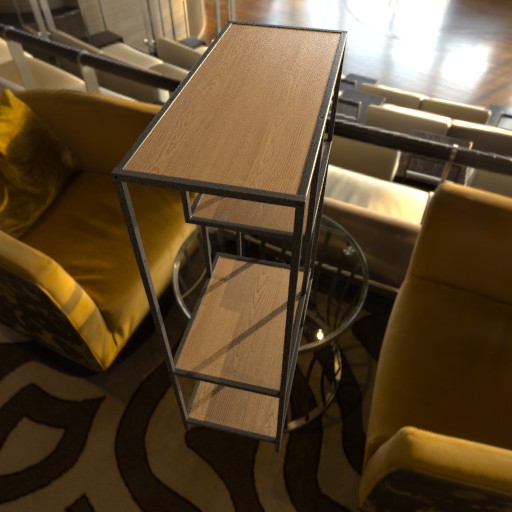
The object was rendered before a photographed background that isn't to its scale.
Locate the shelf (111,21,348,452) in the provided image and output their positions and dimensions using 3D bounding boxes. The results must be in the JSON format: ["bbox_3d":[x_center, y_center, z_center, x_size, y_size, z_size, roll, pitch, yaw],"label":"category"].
[{"bbox_3d":[0.000,0.000,1.433,0.350,1.138,0.770,10,47,9],"label":"shelf"}]
